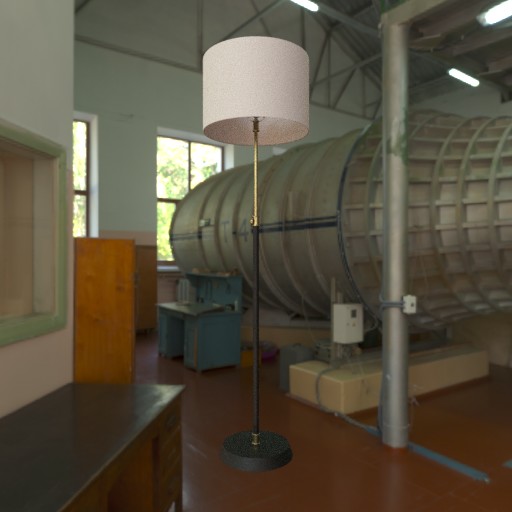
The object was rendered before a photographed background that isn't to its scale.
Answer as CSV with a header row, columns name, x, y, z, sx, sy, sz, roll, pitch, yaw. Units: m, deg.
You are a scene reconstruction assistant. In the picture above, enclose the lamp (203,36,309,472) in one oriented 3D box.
name,x,y,z,sx,sy,sz,roll,pitch,yaw
lamp,0.000,0.000,1.700,0.404,1.517,0.404,0,0,-1
